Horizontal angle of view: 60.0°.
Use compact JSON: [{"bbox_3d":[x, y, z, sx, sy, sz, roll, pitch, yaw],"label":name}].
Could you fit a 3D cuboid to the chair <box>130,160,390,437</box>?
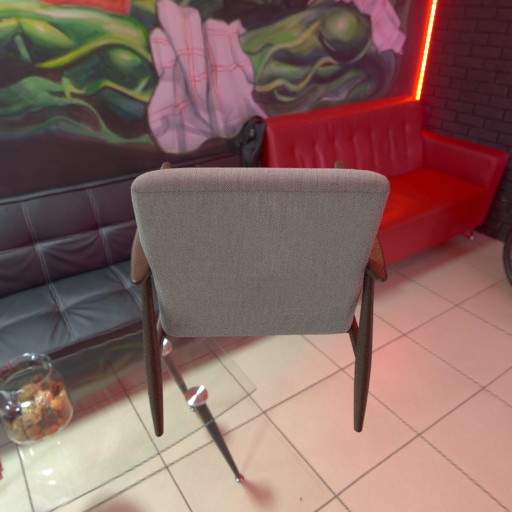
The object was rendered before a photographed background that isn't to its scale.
[{"bbox_3d":[0.000,0.000,1.458,0.741,0.832,0.798,-1,30,-1],"label":"chair"}]
